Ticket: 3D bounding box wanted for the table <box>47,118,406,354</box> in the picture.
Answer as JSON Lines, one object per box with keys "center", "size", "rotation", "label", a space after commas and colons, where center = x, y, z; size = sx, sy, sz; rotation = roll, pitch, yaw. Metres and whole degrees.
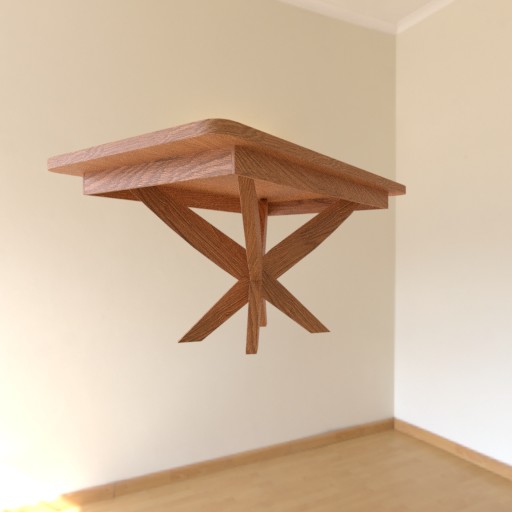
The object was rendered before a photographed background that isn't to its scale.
{"center": [0.000, 0.000, 2.127], "size": [0.950, 0.770, 1.600], "rotation": [0, 0, 37], "label": "table"}
